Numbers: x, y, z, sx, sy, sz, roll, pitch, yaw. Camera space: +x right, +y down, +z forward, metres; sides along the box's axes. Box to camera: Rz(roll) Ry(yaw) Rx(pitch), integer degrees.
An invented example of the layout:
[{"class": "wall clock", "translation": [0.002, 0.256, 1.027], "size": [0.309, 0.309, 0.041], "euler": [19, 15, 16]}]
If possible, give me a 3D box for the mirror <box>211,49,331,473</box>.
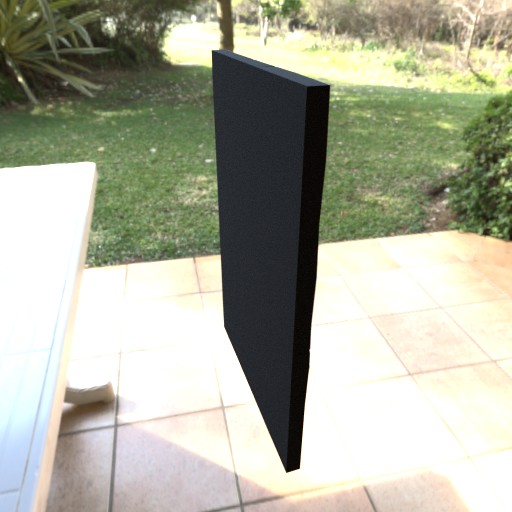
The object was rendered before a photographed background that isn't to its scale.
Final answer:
[{"class": "mirror", "translation": [0.000, 0.000, 1.134], "size": [0.044, 0.912, 0.606], "euler": [-9, 31, -16]}]
